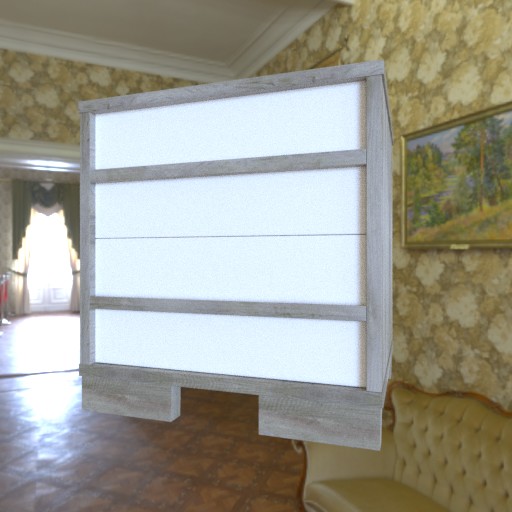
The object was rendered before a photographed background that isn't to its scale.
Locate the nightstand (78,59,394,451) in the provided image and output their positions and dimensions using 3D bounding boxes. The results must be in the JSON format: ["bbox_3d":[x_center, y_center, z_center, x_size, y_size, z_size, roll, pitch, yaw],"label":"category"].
[{"bbox_3d":[0.000,0.000,0.737,0.427,0.448,0.347,0,0,19],"label":"nightstand"}]
